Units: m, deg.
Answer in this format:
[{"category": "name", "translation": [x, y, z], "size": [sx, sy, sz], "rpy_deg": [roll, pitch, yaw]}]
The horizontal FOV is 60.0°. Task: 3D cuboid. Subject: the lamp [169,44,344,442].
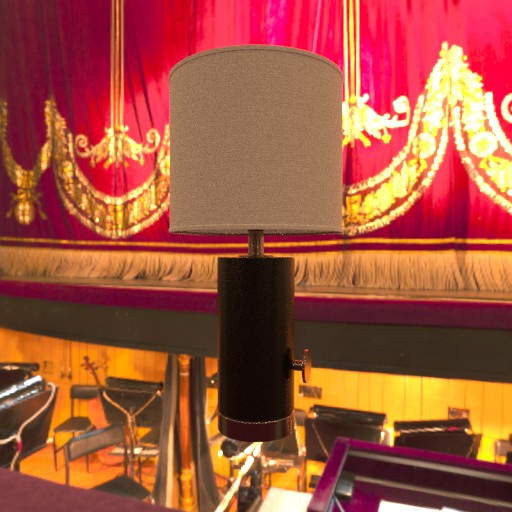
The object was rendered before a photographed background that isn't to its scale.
[{"category": "lamp", "translation": [0.000, 0.000, 0.625], "size": [0.240, 0.482, 0.241], "rpy_deg": [0, 1, 18]}]
